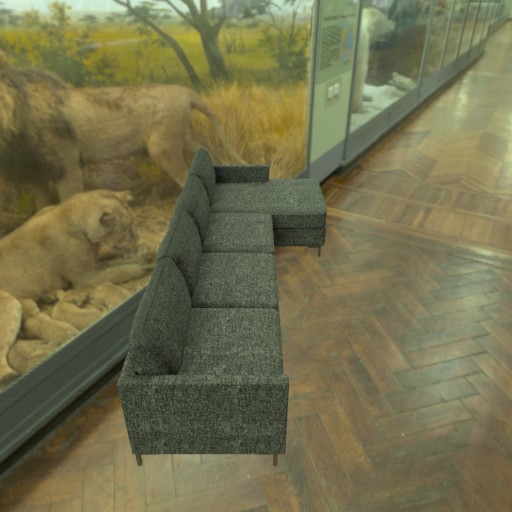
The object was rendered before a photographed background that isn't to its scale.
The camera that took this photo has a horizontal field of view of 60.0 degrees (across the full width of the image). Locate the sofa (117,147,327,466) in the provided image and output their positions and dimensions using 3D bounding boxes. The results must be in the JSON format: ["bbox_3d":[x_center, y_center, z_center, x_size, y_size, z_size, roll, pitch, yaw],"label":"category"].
[{"bbox_3d":[0.000,0.000,3.905,1.488,0.970,3.384,0,32,0],"label":"sofa"}]
